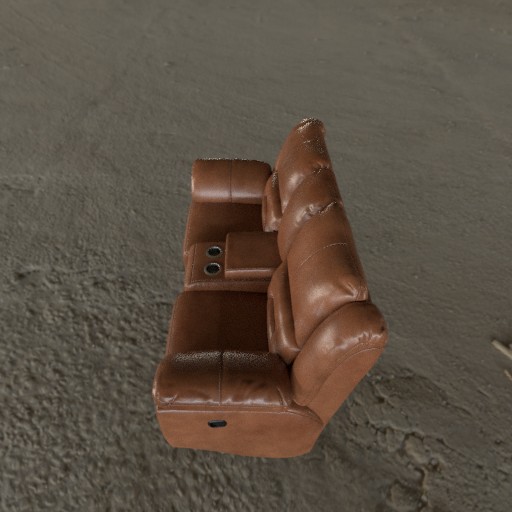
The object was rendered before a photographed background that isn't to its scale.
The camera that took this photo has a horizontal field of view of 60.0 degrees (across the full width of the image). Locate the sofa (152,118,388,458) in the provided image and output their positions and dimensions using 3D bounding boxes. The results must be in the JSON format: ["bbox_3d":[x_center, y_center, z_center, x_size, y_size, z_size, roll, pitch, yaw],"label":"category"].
[{"bbox_3d":[0.000,0.000,2.656,0.991,1.043,2.058,-1,41,-1],"label":"sofa"}]
